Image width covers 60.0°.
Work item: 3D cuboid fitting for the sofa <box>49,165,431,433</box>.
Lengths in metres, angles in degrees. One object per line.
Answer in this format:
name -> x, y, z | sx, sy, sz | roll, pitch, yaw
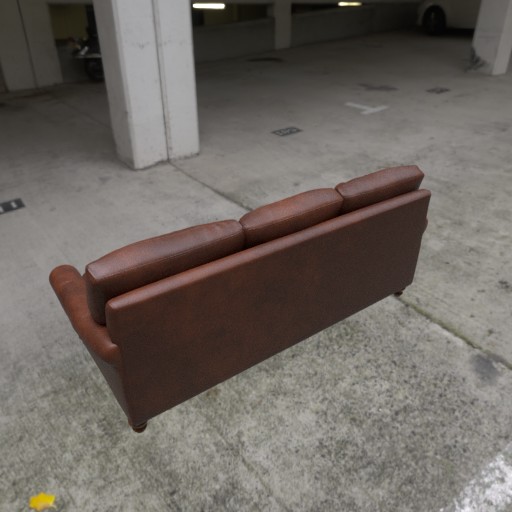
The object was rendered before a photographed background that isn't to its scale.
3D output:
sofa -> 0.000, 0.000, 2.838 | 2.351, 0.977, 0.973 | -20, 36, -31
